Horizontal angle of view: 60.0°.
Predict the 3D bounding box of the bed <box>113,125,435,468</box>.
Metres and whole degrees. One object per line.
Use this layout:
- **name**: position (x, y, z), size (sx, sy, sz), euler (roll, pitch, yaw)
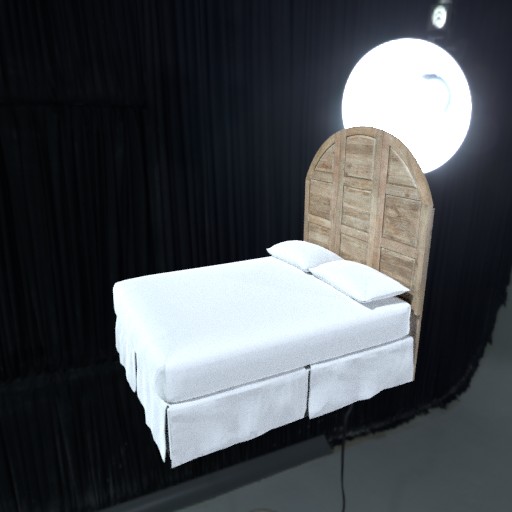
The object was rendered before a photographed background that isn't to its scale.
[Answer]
- **bed**: position (0.000, 0.000, 3.566), size (2.112, 2.002, 1.713), euler (-9, 19, -26)
